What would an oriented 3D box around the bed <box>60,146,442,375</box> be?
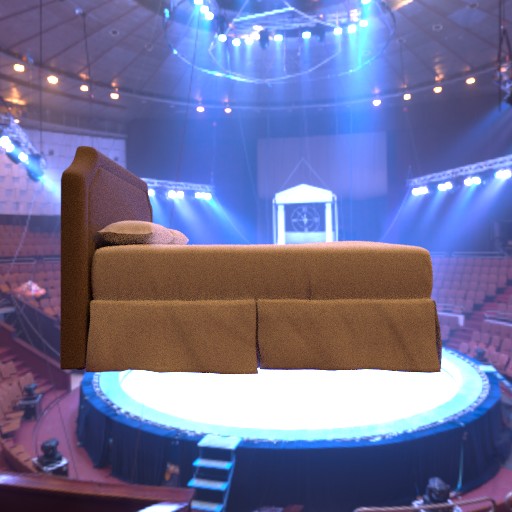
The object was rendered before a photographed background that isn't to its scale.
[{"bbox_3d":[0.000,0.000,3.209,2.116,1.290,1.693,0,0,0],"label":"bed"}]
